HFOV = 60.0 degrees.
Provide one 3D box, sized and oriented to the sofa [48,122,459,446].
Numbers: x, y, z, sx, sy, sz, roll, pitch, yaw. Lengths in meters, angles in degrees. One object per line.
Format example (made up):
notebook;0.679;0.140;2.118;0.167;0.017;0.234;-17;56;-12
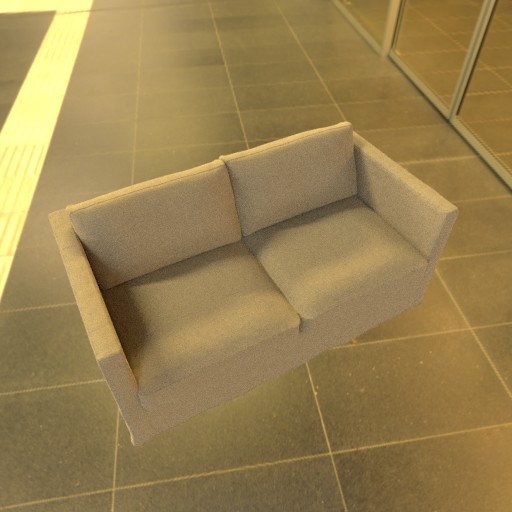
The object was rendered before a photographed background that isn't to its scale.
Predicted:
sofa;0.000;0.000;2.291;1.766;0.828;0.956;-21;49;-20
